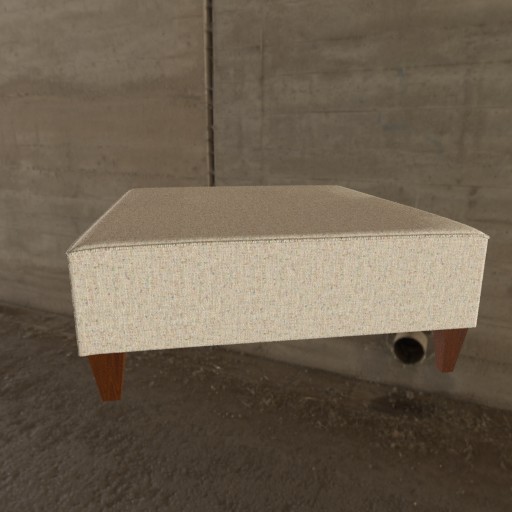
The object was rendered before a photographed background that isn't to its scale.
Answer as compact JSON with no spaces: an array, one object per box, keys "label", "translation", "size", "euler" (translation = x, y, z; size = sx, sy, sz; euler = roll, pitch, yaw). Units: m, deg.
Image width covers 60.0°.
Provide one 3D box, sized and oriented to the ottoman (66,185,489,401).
[{"label":"ottoman","translation":[0.000,0.000,1.180],"size":[0.736,0.303,0.835],"euler":[-2,15,-8]}]
